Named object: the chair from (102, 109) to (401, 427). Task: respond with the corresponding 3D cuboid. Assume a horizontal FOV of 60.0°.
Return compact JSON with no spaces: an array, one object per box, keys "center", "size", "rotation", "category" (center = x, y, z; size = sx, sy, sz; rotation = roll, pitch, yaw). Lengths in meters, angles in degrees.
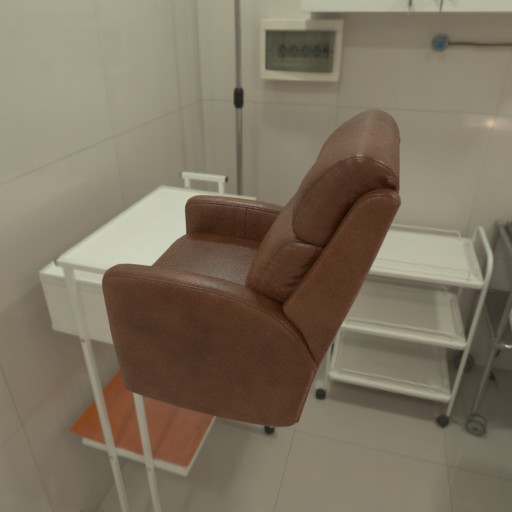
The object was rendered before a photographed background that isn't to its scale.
[{"center":[0.000,0.000,1.682],"size":[0.939,1.016,0.787],"rotation":[8,29,14],"category":"chair"}]
